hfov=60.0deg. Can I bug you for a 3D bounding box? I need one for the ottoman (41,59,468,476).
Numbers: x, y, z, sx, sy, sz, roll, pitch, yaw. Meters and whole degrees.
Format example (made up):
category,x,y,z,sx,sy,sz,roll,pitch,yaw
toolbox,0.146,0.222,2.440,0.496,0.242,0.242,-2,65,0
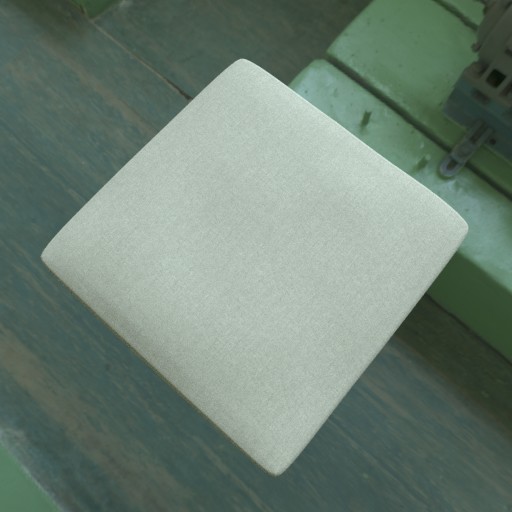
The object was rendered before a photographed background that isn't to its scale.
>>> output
category,x,y,z,sx,sy,sz,roll,pitch,yaw
ottoman,0.000,0.000,1.320,0.843,0.436,0.840,40,78,10
